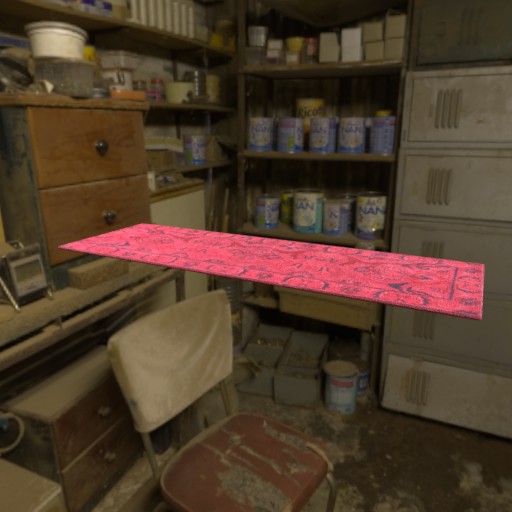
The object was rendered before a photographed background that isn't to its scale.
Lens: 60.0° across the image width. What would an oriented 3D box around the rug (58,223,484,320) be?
[{"bbox_3d":[0.000,0.000,2.650,2.439,0.018,0.813,8,18,26],"label":"rug"}]
